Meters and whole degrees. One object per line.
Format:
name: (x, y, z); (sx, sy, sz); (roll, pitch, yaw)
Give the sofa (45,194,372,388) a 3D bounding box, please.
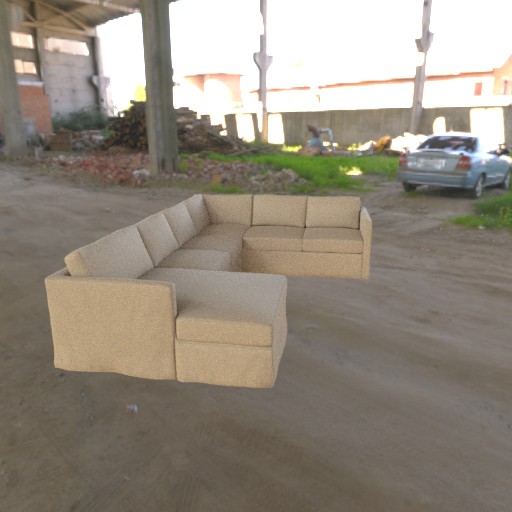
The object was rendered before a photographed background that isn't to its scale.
sofa: (0.000, 0.000, 4.592); (2.476, 0.878, 3.528); (3, 16, 9)
